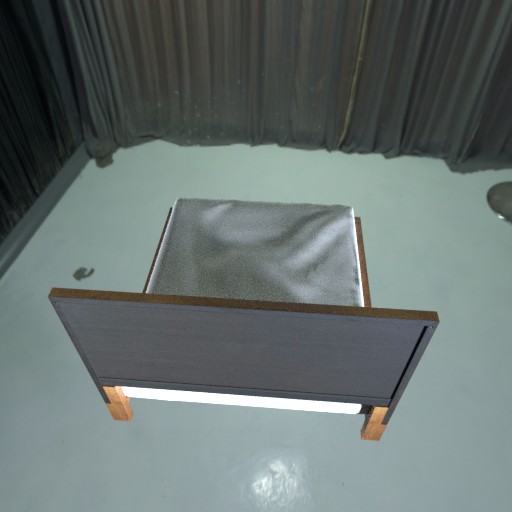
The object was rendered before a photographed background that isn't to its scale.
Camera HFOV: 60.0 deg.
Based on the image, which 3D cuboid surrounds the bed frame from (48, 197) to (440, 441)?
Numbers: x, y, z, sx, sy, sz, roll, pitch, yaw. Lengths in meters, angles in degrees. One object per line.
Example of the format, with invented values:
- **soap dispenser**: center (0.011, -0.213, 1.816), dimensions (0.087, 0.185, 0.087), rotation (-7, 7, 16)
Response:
- **bed frame**: center (0.000, 0.000, 3.612), dimensions (2.038, 1.537, 2.235), rotation (3, 46, 3)
